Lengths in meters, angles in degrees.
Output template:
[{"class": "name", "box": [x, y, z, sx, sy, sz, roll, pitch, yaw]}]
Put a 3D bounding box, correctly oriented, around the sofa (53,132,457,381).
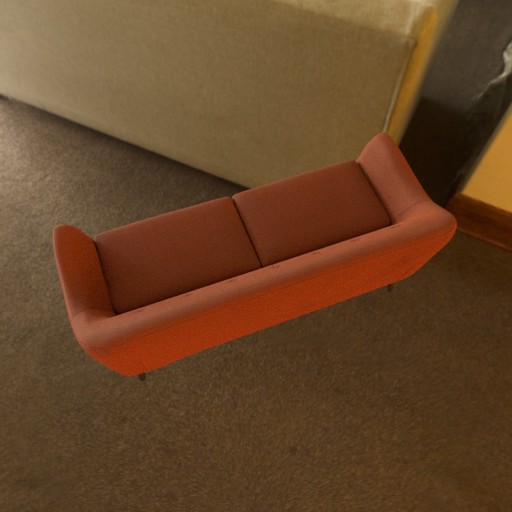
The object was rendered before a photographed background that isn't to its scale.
[{"class": "sofa", "box": [0.000, 0.000, 2.272, 1.840, 0.836, 0.820, -18, 61, -10]}]
